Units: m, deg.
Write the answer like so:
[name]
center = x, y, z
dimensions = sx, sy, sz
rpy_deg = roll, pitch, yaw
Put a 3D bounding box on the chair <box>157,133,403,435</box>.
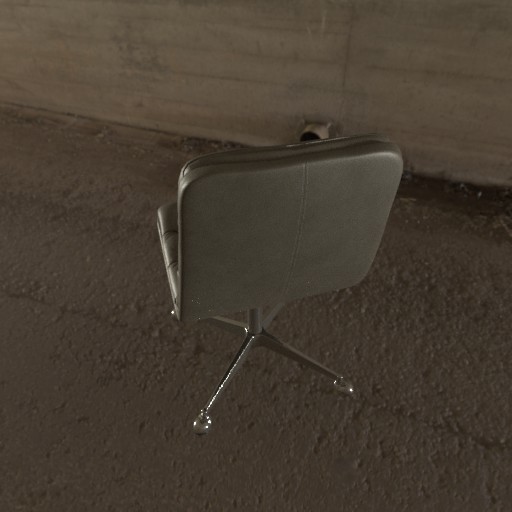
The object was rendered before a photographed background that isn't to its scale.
[chair]
center = 0.000, 0.000, 1.017
dimensions = 0.422, 0.738, 0.485
rpy_deg = -11, 41, -13
